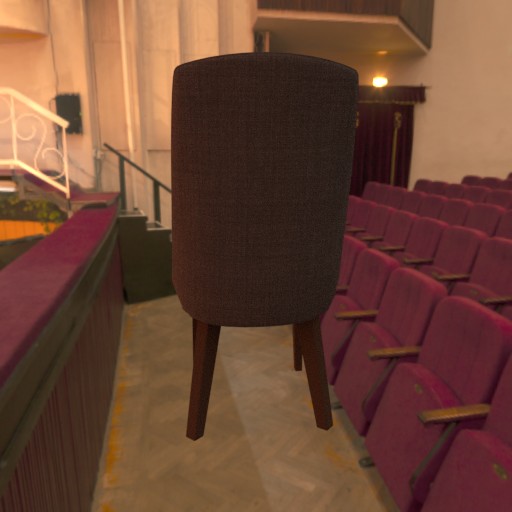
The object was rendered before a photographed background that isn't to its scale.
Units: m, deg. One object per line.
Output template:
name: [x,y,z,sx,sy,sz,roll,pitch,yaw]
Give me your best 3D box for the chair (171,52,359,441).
chair: [0.000,0.000,1.362,0.510,1.050,0.577,-2,14,-7]
